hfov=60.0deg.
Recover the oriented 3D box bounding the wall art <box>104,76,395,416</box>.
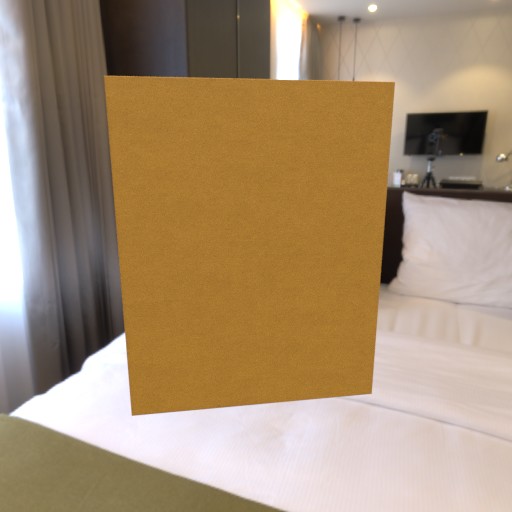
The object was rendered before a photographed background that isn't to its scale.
[{"bbox_3d":[0.000,0.000,1.345,0.798,1.002,0.030,-2,15,-9],"label":"wall art"}]
